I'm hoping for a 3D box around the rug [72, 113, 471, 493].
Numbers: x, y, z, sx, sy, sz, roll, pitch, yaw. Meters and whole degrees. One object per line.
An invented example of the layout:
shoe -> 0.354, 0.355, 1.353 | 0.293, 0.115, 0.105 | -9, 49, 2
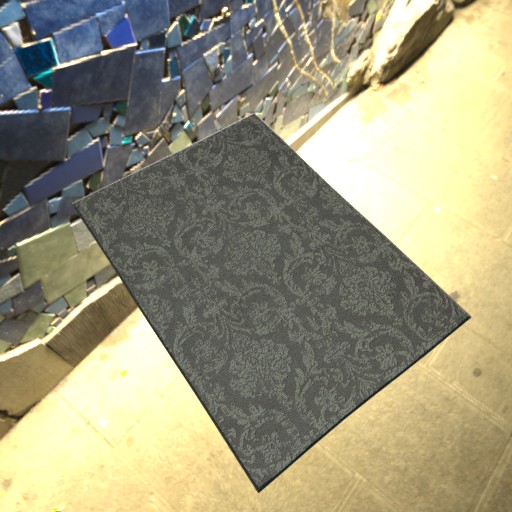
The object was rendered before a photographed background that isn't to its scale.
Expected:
rug -> 0.000, 0.000, 2.865 | 1.578, 0.014, 2.206 | -32, 64, -18
